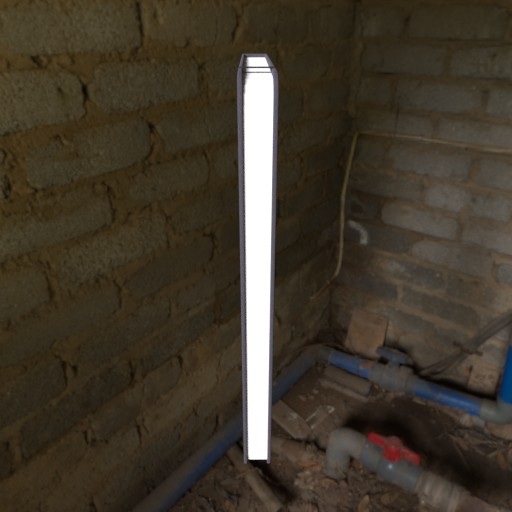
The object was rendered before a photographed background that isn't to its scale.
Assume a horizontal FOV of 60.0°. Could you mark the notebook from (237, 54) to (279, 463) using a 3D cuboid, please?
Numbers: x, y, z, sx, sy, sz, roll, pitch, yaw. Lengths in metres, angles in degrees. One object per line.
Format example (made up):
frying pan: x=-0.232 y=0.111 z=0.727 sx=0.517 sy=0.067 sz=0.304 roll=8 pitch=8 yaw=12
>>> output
notebook: x=0.000 y=0.000 z=0.263 sx=0.016 sy=0.213 sz=0.127 roll=0 pitch=27 yaw=-1
